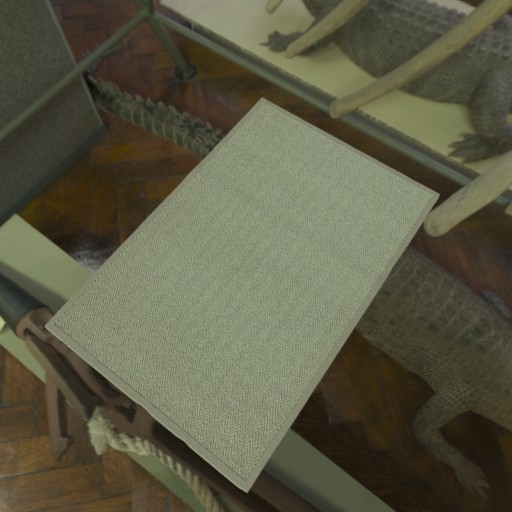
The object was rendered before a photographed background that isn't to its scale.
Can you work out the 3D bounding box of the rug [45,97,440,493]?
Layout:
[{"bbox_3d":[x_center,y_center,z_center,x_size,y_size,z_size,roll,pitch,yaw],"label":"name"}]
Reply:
[{"bbox_3d":[0.000,0.000,2.907,1.540,0.021,2.290,33,69,14],"label":"rug"}]
